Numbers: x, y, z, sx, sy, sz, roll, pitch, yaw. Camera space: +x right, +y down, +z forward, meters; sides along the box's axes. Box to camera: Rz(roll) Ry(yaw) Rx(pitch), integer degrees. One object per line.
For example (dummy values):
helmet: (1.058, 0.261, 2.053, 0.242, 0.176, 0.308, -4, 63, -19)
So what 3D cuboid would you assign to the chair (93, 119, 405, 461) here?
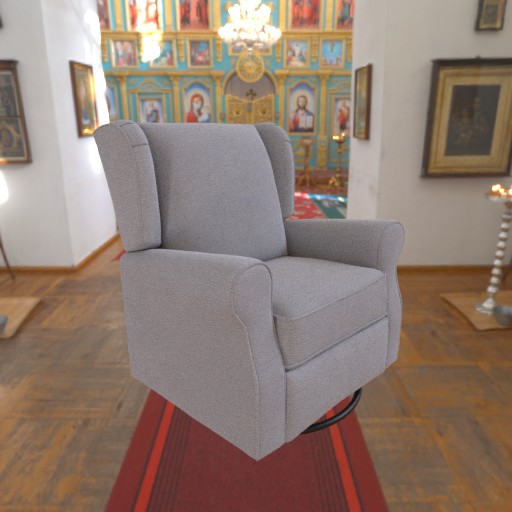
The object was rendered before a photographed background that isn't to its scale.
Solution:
chair: (0.000, 0.000, 1.648, 0.854, 0.966, 0.906, 15, 22, 42)
